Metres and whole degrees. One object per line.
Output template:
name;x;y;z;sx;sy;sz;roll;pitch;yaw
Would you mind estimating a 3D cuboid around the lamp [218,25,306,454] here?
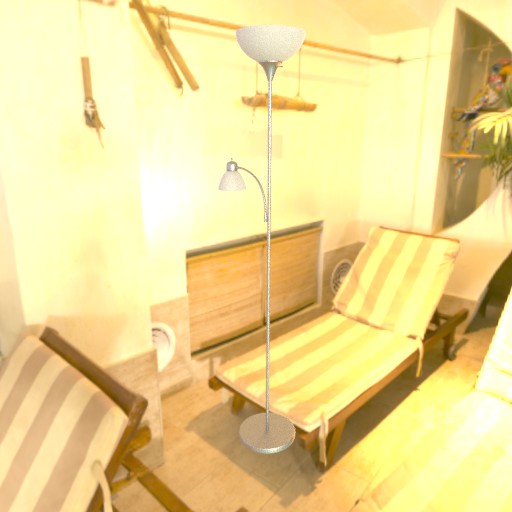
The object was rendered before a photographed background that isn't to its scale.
lamp;0.000;0.000;1.992;0.425;1.804;0.279;15;22;42
